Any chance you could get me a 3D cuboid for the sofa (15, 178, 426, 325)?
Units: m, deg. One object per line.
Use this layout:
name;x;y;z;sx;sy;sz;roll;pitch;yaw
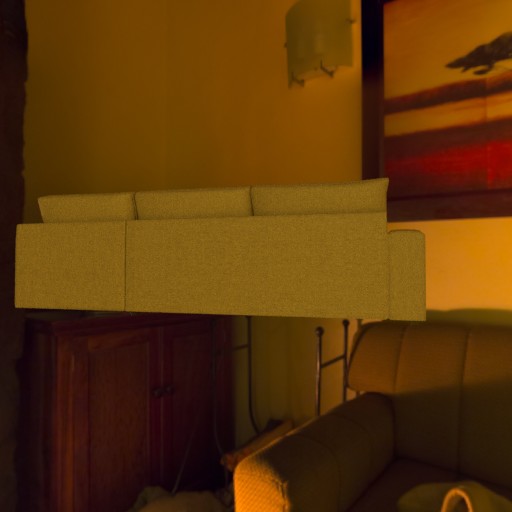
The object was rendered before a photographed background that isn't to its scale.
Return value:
sofa;0.000;0.000;3.942;2.622;0.800;2.742;0;-1;17
